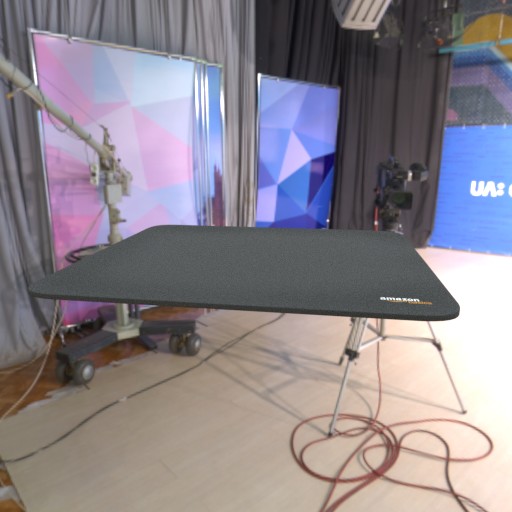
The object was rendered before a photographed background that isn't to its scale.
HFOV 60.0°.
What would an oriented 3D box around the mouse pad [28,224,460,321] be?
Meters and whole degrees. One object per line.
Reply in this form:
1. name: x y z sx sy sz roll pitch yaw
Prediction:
1. mouse pad: 0.000 0.000 0.314 0.229 0.003 0.203 2 15 9
